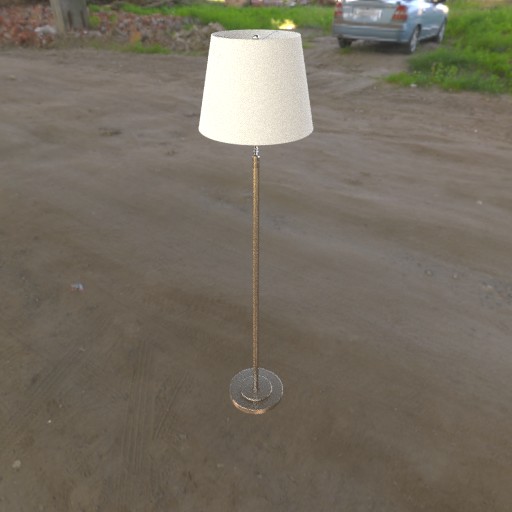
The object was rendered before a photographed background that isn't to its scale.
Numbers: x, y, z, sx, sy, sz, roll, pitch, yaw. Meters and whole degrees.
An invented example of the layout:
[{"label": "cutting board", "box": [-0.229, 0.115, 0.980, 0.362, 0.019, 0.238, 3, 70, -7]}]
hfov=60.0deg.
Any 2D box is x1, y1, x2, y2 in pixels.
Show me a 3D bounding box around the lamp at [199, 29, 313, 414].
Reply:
[{"label": "lamp", "box": [0.000, 0.000, 1.638, 0.355, 1.473, 0.355, 0, 32, 0]}]
